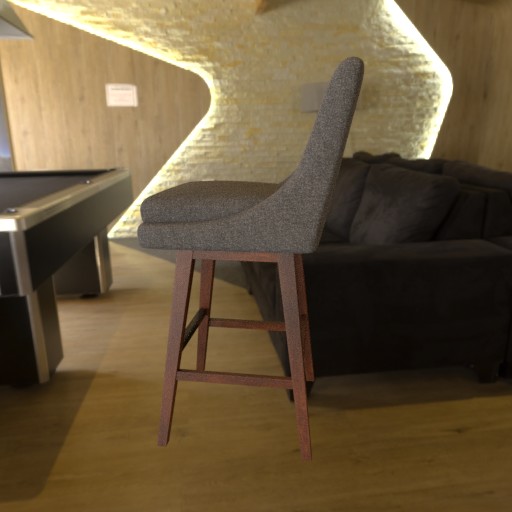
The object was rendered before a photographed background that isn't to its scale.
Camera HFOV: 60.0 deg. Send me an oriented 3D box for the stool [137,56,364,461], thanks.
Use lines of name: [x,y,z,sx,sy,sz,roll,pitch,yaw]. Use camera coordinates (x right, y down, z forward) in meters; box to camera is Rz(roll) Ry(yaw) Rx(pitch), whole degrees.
stool: [0.000,0.000,1.366,0.572,1.068,0.489,2,15,8]
